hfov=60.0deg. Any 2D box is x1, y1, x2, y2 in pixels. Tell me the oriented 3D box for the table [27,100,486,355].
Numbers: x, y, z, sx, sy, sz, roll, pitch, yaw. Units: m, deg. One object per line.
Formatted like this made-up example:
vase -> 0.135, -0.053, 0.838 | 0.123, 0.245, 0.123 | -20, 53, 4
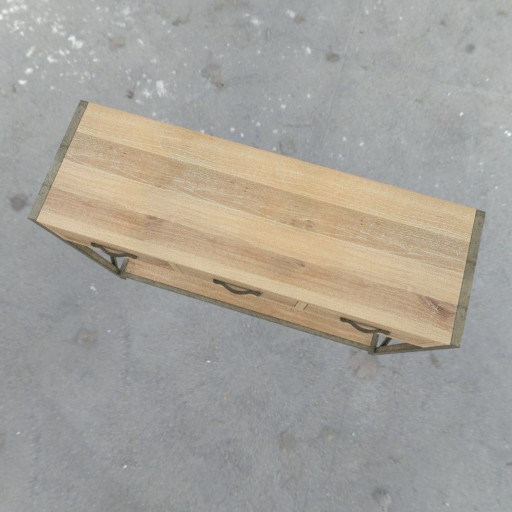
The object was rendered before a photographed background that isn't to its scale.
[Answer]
table -> 0.000, 0.000, 1.441 | 1.059, 0.763, 0.361 | 16, 77, 4
